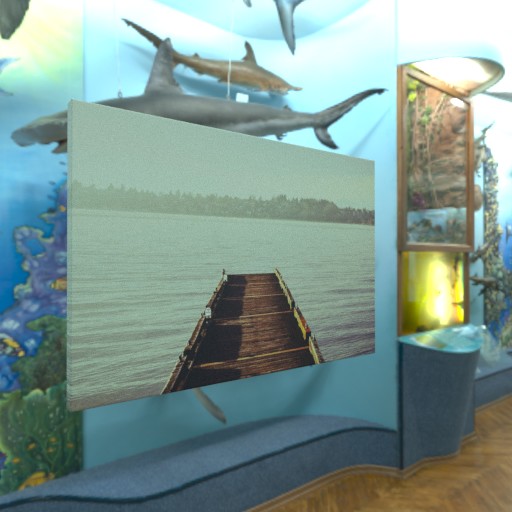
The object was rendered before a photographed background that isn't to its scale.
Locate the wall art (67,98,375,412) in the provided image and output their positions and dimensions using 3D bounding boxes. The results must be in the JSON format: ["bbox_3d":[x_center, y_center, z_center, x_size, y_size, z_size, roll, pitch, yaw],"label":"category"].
[{"bbox_3d":[0.000,0.000,1.436,1.149,0.765,0.040,0,-1,-36],"label":"wall art"}]
